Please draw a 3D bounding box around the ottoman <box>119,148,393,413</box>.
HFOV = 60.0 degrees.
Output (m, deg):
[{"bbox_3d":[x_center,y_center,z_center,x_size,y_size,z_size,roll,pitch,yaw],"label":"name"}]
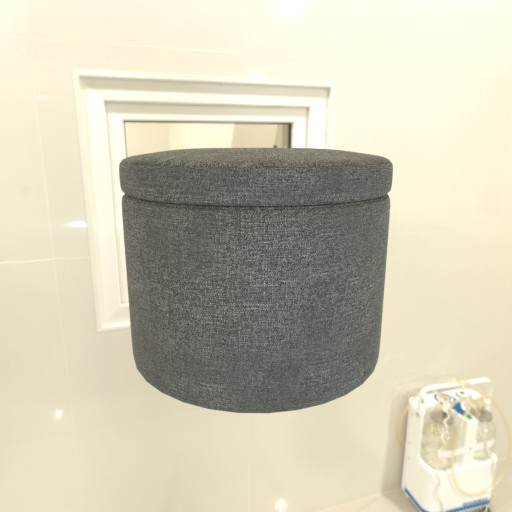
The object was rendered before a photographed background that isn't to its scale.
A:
[{"bbox_3d":[0.000,0.000,0.887,0.500,0.419,0.500,0,14,0],"label":"ottoman"}]
